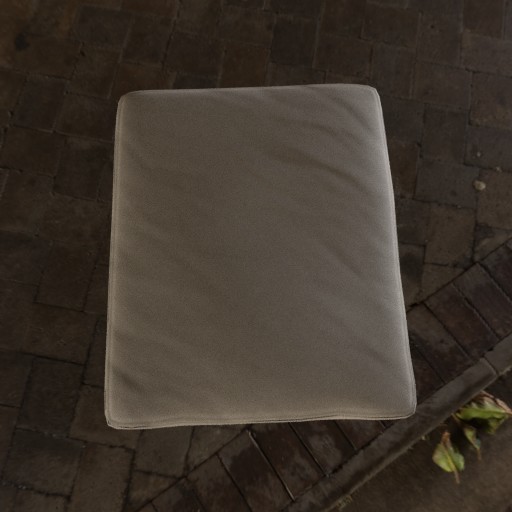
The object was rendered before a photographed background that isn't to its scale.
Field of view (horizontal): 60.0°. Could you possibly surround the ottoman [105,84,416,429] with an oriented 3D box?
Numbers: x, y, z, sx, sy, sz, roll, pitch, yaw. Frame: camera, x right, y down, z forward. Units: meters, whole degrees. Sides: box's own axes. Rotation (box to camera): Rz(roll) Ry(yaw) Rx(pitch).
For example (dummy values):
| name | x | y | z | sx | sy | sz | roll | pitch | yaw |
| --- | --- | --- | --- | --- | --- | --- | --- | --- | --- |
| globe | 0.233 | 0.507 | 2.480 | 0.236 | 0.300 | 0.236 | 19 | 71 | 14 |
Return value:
| name | x | y | z | sx | sy | sz | roll | pitch | yaw |
| --- | --- | --- | --- | --- | --- | --- | --- | --- | --- |
| ottoman | 0.000 | 0.000 | 1.450 | 0.836 | 0.492 | 1.002 | -2 | 76 | -1 |
